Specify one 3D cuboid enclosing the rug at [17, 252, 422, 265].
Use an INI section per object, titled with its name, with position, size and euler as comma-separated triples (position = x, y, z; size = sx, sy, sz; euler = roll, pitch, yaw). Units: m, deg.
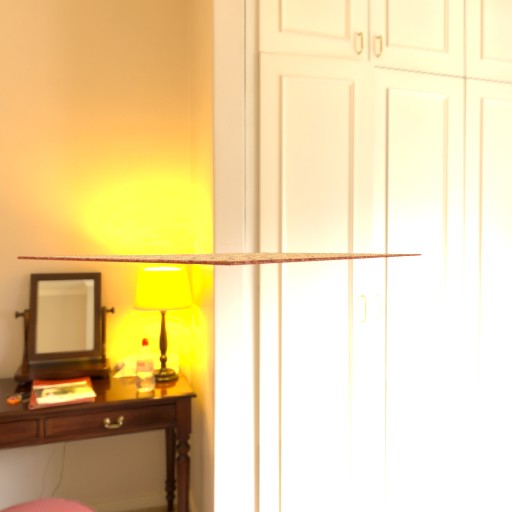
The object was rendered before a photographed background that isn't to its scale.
[rug]
position = 0.000, 0.000, 3.008
size = 1.524, 0.015, 2.438
euler = 1, 1, 36
